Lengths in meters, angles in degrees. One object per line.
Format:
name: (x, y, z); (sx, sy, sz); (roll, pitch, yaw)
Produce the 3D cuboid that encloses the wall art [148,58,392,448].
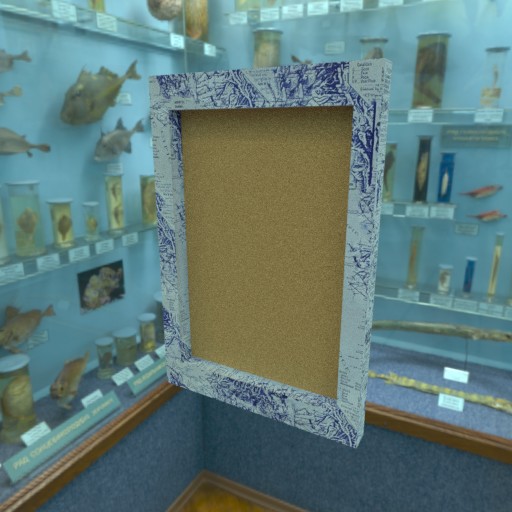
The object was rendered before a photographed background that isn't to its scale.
wall art: (0.000, 0.000, 0.481); (0.255, 0.376, 0.025); (9, 18, 28)
